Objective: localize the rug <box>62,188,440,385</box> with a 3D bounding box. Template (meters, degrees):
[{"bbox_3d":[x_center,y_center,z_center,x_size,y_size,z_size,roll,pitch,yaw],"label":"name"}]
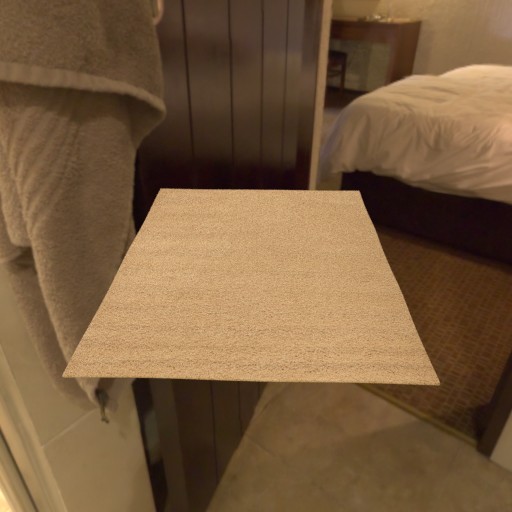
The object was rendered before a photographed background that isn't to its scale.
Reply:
[{"bbox_3d":[0.000,0.000,4.087,2.400,0.026,3.000,1,32,1],"label":"rug"}]
